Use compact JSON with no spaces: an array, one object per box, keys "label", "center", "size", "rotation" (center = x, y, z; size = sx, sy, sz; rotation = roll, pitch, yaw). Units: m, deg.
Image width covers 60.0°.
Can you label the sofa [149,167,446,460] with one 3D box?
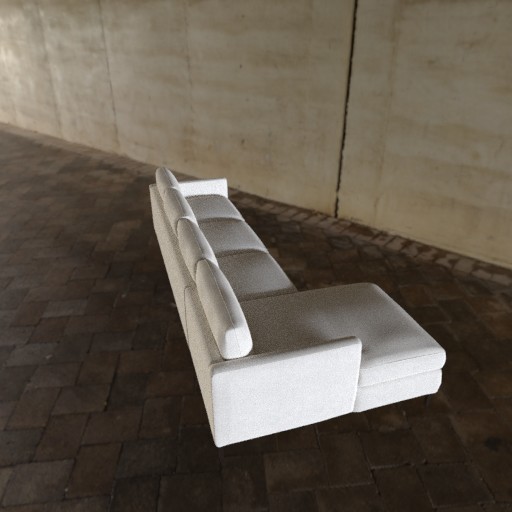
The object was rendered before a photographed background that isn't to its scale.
[{"label":"sofa","center":[0.000,0.000,3.818],"size":[1.467,0.875,3.186],"rotation":[-8,29,-16]}]
